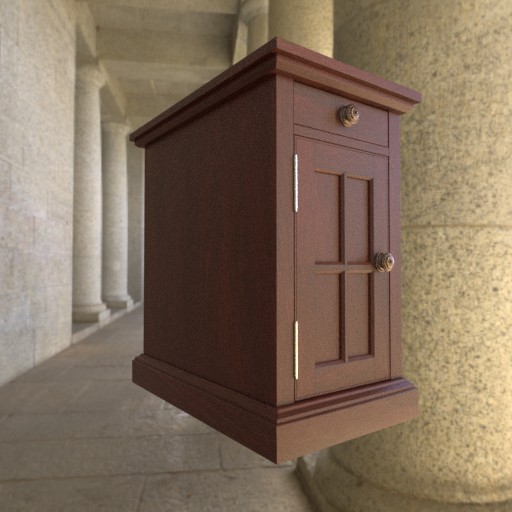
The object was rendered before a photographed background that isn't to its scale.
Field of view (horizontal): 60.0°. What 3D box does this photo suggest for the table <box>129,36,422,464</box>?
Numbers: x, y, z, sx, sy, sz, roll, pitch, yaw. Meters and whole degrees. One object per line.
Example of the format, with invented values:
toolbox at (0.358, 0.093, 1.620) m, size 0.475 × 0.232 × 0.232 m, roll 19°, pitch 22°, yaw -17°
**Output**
table at (0.000, 0.000, 0.967) m, size 0.356 × 0.612 × 0.584 m, roll 1°, pitch -2°, yaw -36°
